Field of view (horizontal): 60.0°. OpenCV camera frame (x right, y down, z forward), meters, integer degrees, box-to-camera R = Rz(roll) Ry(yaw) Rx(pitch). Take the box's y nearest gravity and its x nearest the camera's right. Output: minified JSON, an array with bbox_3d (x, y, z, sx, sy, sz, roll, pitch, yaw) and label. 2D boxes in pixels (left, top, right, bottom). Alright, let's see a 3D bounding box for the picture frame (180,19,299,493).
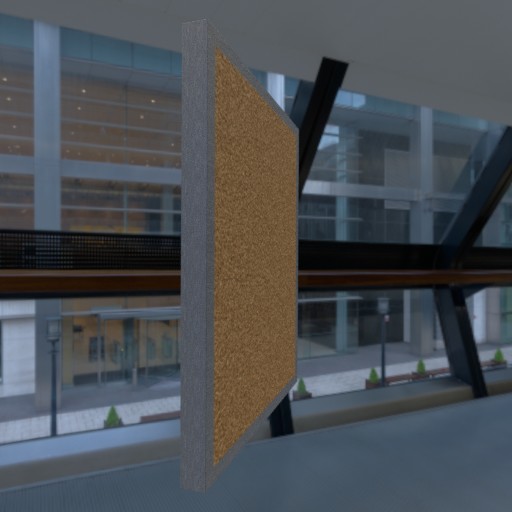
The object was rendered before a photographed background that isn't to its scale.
[{"bbox_3d":[0.000,0.000,0.513,0.027,0.378,0.327,0,0,18],"label":"picture frame"}]
